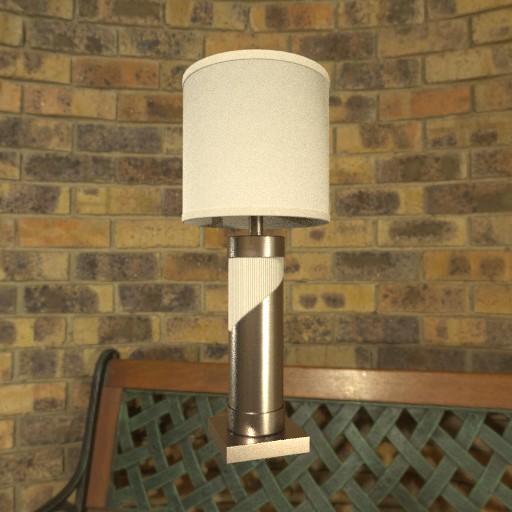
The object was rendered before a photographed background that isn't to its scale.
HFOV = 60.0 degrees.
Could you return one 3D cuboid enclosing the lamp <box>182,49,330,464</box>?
[{"bbox_3d":[0.000,0.000,0.613,0.202,0.509,0.202,0,-1,-18],"label":"lamp"}]
